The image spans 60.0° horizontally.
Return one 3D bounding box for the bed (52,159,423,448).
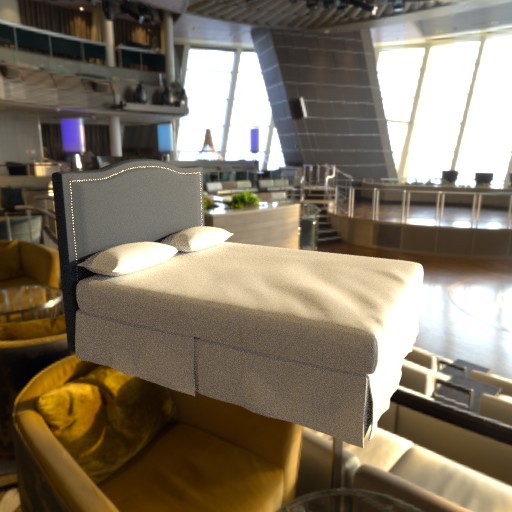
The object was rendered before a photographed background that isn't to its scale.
[{"bbox_3d":[0.000,0.000,3.380,2.282,1.436,1.821,7,15,27],"label":"bed"}]
